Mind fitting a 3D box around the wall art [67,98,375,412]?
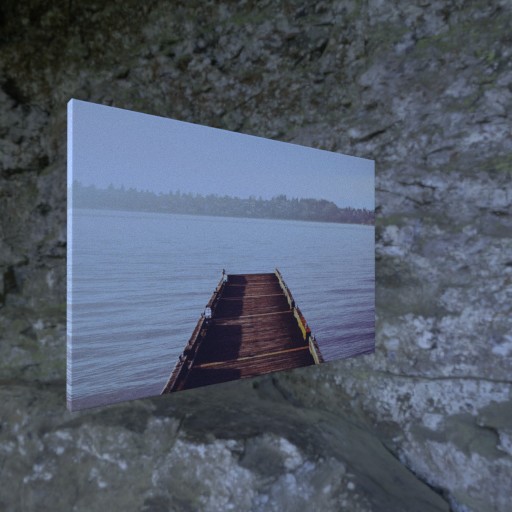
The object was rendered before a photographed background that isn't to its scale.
[{"bbox_3d":[0.000,0.000,1.436,1.149,0.765,0.040,0,-1,-36],"label":"wall art"}]
